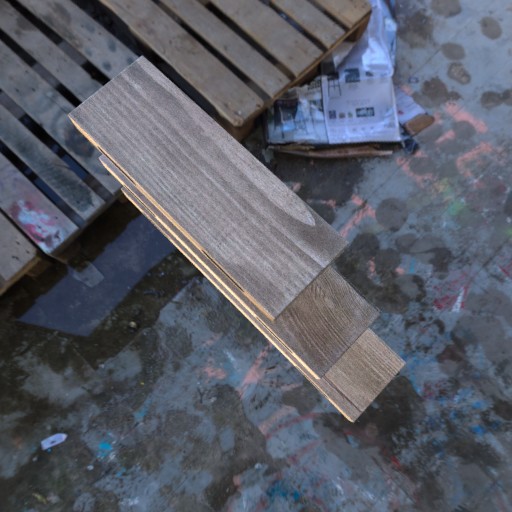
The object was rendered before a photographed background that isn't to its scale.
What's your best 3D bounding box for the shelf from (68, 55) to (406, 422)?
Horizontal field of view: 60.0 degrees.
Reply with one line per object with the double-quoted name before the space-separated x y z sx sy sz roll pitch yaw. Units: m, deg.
"shelf" 0.000 0.000 0.720 0.610 0.293 0.140 44 79 11
